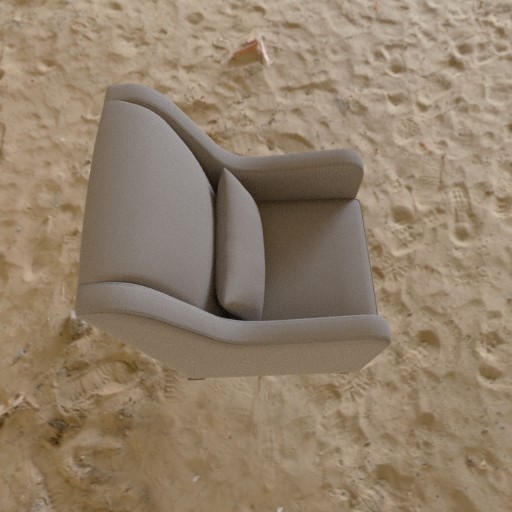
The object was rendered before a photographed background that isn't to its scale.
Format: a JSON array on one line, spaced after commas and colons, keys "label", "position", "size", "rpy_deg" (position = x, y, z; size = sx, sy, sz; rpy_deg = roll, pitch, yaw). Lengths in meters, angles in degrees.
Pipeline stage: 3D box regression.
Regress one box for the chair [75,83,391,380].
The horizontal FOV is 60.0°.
[{"label": "chair", "position": [0.000, 0.000, 1.581], "size": [0.863, 1.010, 0.715], "rpy_deg": [-2, 65, -1]}]
